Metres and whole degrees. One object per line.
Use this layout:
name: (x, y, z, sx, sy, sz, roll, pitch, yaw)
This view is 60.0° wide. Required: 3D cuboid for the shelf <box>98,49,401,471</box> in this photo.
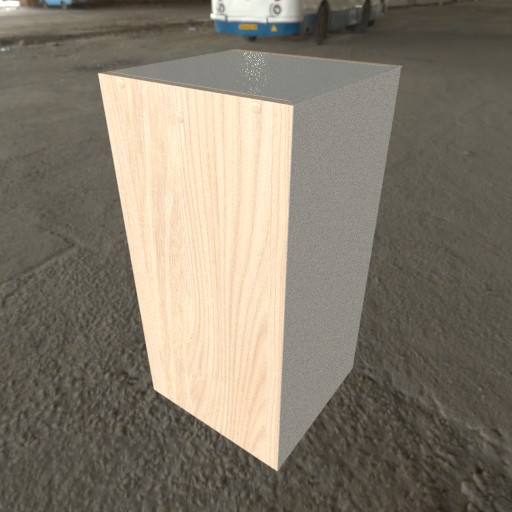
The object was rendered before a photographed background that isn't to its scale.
shelf: (0.000, 0.000, 0.755, 0.297, 0.594, 0.290, 21, 38, 30)
